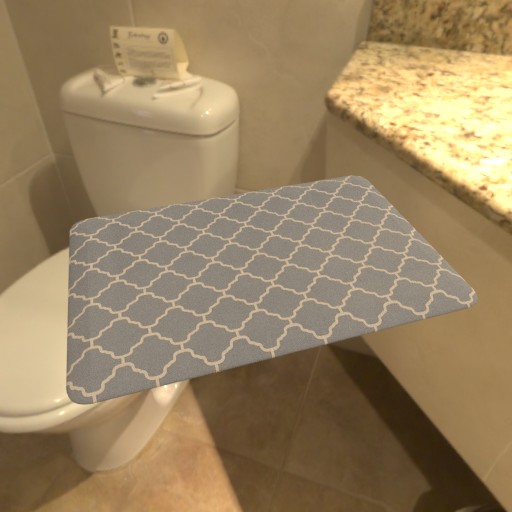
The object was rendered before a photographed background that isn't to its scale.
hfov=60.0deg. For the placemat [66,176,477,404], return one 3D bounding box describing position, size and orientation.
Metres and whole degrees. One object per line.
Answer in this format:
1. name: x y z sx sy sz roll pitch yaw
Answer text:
1. placemat: 0.000 0.000 0.940 0.762 0.021 0.508 -11 42 -13
